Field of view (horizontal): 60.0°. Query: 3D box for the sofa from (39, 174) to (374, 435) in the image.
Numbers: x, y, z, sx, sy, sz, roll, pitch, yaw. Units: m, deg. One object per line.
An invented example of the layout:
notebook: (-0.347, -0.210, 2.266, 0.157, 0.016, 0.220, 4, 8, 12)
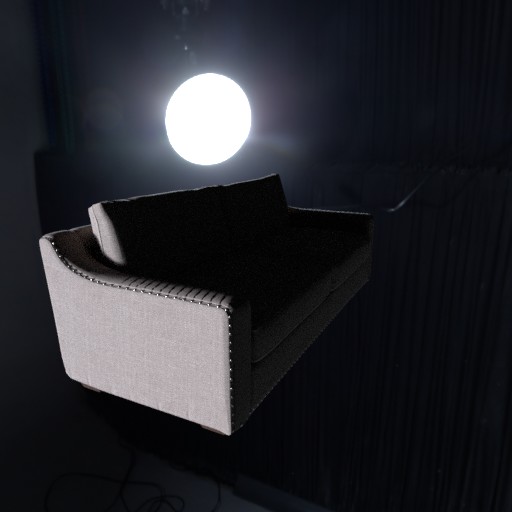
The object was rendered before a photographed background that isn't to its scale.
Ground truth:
sofa: (0.000, 0.000, 2.716, 1.000, 0.857, 2.208, 7, 17, 26)
